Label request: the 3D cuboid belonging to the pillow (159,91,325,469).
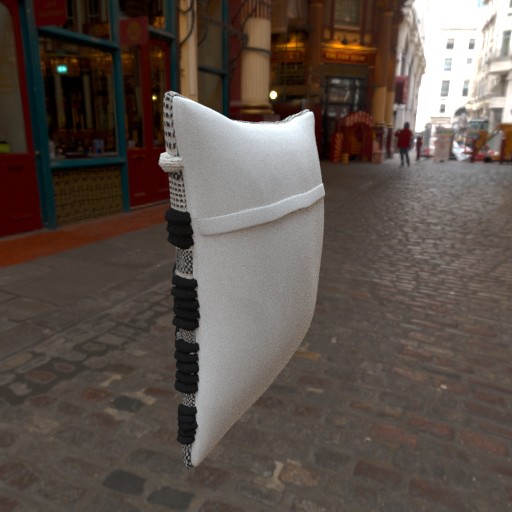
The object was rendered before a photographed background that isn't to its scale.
[{"bbox_3d":[0.000,0.000,0.671,0.156,0.438,0.436,7,17,24],"label":"pillow"}]
